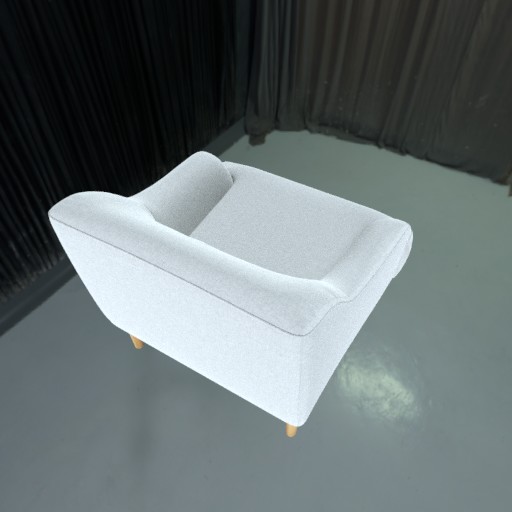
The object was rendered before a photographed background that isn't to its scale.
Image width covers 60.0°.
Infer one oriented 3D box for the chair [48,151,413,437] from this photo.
[{"bbox_3d":[0.000,0.000,1.630,0.946,0.818,0.951,23,51,21],"label":"chair"}]
